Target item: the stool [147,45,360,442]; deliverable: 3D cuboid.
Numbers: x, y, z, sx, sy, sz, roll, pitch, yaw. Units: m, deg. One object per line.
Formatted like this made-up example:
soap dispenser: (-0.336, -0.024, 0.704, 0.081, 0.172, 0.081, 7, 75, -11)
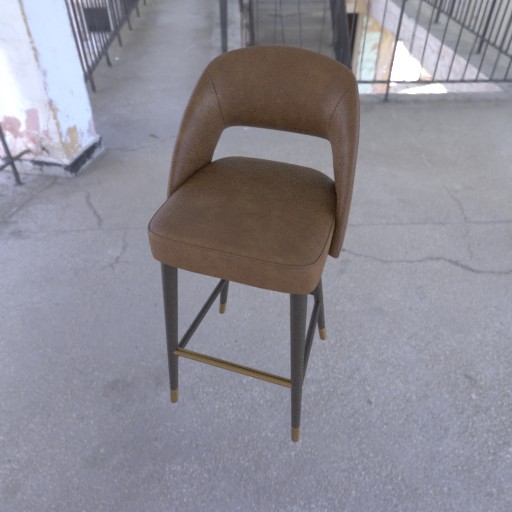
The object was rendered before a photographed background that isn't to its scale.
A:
stool: (0.000, 0.000, 1.309, 0.494, 1.037, 0.509, 12, 42, 14)
